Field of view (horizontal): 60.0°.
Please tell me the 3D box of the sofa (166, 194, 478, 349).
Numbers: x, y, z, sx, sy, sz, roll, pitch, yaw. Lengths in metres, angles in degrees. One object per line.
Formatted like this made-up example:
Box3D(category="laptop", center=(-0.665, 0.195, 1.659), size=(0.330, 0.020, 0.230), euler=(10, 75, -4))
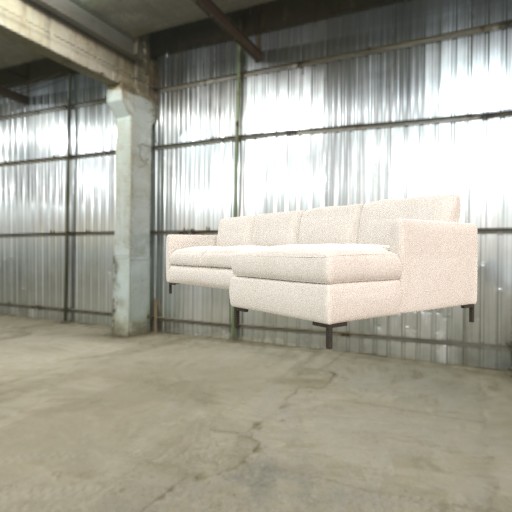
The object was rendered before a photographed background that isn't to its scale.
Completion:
Box3D(category="sofa", center=(0.000, 0.000, 2.944), size=(1.126, 0.677, 2.445), euler=(0, 1, -36))
